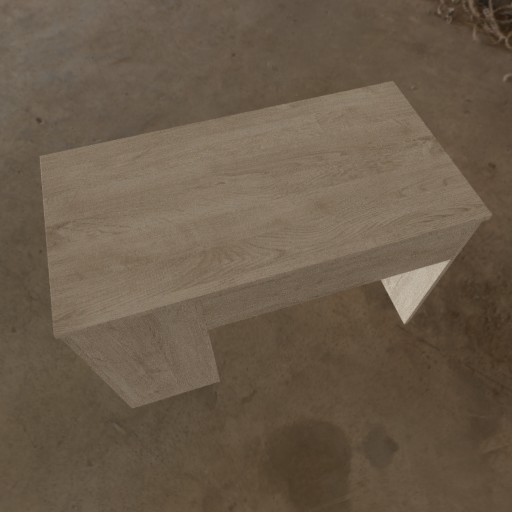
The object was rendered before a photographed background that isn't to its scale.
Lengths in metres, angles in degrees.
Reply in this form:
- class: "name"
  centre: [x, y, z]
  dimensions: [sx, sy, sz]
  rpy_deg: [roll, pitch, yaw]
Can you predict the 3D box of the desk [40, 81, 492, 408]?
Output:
- class: "desk"
  centre: [0.000, 0.000, 1.497]
  dimensions: [1.096, 0.730, 0.560]
  rpy_deg: [-15, 59, -9]
